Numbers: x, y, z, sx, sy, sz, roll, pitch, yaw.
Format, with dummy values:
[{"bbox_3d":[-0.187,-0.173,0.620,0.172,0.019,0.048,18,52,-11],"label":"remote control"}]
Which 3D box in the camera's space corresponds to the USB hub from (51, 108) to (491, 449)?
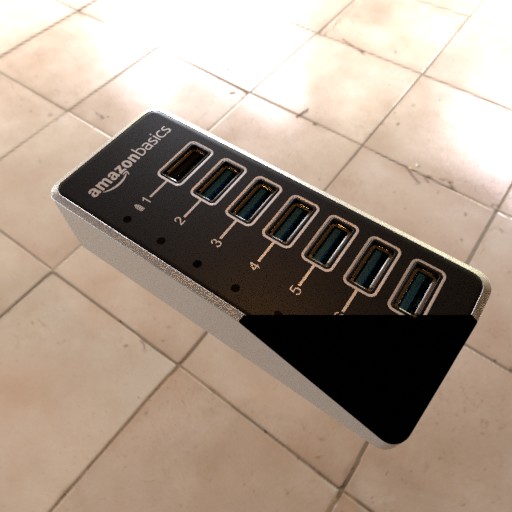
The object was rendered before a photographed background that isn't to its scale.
[{"bbox_3d":[0.000,0.000,0.122,0.110,0.023,0.044,31,63,18],"label":"USB hub"}]
